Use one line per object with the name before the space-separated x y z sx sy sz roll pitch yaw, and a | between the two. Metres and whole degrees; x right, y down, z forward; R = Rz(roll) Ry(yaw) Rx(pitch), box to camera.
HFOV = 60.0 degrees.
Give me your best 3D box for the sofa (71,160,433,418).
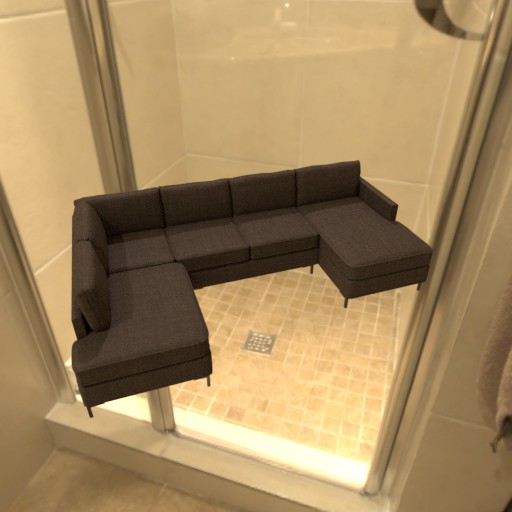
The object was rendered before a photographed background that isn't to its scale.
sofa | 0.000 0.000 4.371 3.423 0.999 2.048 -11 35 -16
